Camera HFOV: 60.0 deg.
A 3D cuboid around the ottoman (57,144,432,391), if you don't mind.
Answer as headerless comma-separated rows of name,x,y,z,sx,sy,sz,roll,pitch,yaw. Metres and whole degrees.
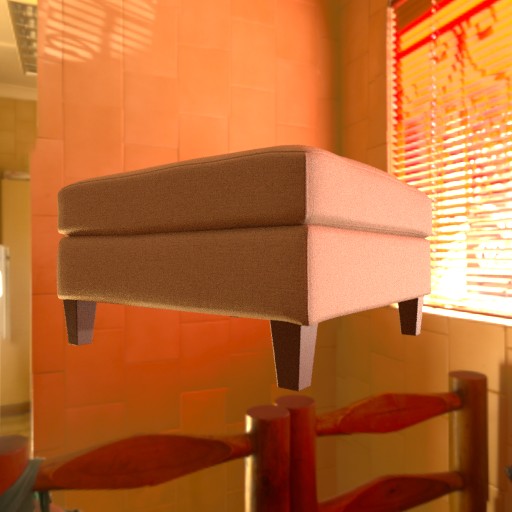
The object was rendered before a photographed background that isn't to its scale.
ottoman,0.000,0.000,1.351,0.838,0.503,0.838,0,0,36
